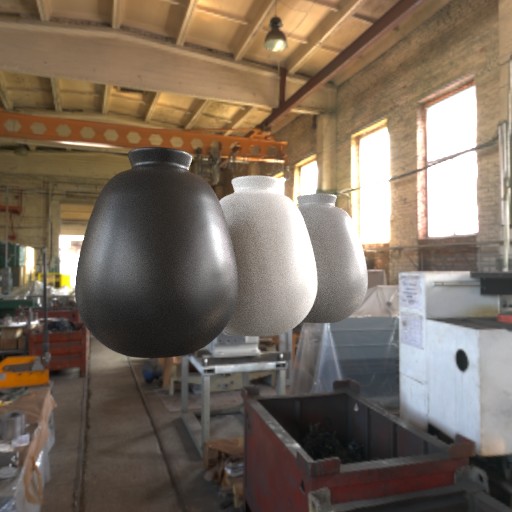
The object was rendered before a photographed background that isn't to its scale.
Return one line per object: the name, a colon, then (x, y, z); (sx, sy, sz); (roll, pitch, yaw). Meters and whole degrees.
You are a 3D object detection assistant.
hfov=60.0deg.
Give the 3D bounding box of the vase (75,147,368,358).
vase: (0.000, 0.000, 0.355); (0.097, 0.122, 0.297); (-1, -2, 37)
